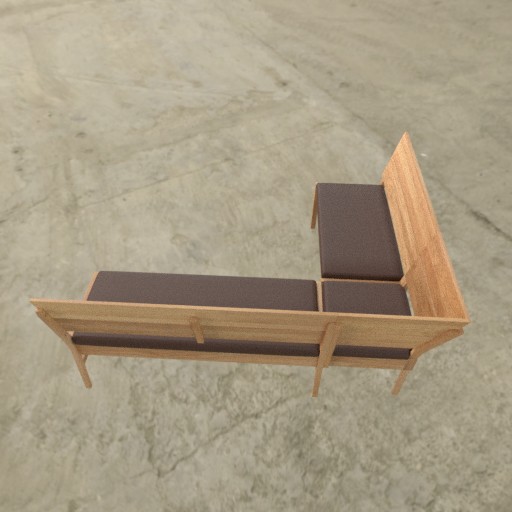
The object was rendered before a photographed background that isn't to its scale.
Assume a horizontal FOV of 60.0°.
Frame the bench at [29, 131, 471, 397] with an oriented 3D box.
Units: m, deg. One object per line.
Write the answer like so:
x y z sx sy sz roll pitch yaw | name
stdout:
0.000 0.000 2.788 1.975 0.890 1.549 2 47 2 | bench
